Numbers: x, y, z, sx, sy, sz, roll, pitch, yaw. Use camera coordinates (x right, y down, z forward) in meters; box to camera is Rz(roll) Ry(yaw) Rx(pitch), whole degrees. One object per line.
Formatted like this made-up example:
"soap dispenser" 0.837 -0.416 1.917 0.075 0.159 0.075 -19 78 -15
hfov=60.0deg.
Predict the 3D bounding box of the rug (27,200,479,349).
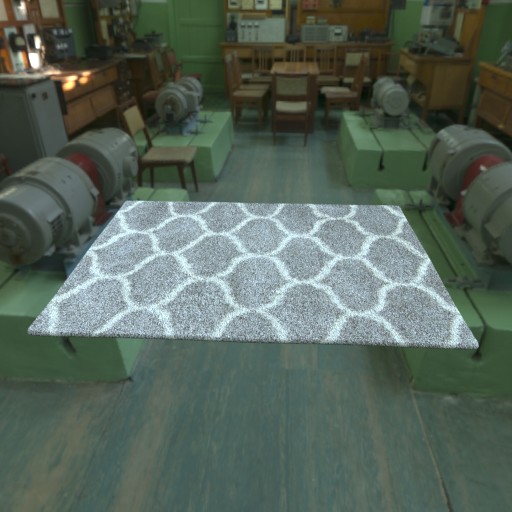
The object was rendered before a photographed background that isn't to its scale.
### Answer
"rug" 0.000 0.000 2.077 1.600 0.025 1.200 1 30 2
